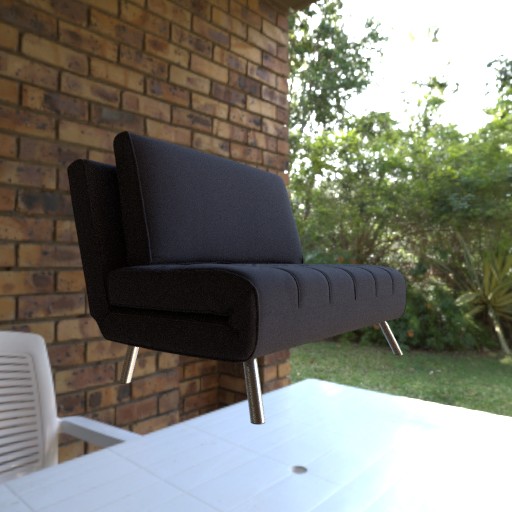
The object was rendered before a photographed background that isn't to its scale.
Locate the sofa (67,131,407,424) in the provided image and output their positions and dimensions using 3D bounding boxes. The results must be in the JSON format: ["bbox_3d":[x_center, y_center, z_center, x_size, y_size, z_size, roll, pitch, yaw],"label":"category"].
[{"bbox_3d":[0.000,0.000,1.887,0.910,0.910,1.220,-1,-1,37],"label":"sofa"}]
